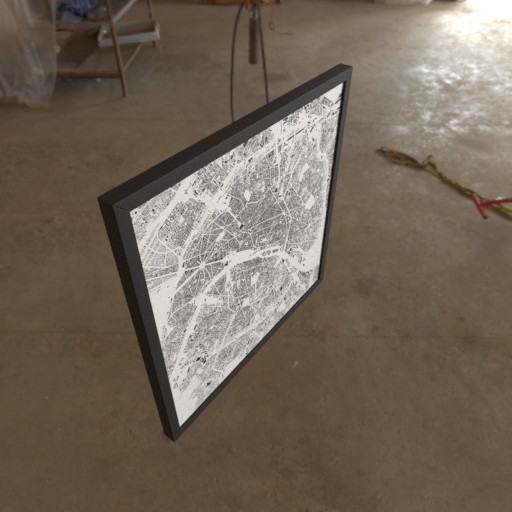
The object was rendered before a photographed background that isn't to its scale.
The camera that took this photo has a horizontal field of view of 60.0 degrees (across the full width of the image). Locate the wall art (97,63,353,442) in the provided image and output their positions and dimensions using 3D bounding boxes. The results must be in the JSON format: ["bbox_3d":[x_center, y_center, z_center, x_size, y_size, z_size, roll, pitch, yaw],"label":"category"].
[{"bbox_3d":[0.000,0.000,1.154,0.037,0.763,0.763,27,48,27],"label":"wall art"}]
